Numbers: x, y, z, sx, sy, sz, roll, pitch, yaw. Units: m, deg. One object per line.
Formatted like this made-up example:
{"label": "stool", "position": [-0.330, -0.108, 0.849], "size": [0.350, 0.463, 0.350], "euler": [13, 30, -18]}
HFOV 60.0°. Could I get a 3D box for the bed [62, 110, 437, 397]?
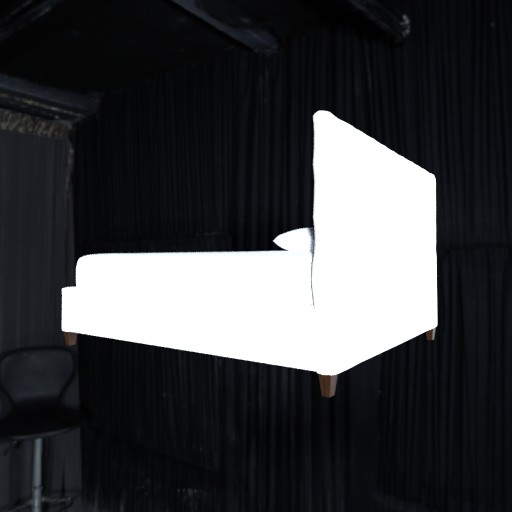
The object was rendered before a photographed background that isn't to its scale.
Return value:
{"label": "bed", "position": [0.000, 0.000, 3.686], "size": [2.387, 1.427, 2.078], "euler": [0, -1, 36]}
